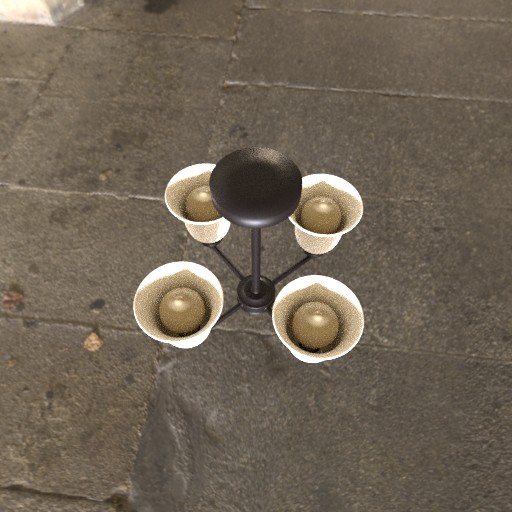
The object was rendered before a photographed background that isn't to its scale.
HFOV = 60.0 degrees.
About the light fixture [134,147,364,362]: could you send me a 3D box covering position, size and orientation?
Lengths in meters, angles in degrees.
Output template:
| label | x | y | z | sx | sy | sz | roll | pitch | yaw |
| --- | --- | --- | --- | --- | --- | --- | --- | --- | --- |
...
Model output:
| label | x | y | z | sx | sy | sz | roll | pitch | yaw |
| --- | --- | --- | --- | --- | --- | --- | --- | --- | --- |
| light fixture | 0.000 | 0.000 | 1.821 | 1.069 | 0.925 | 1.069 | -34 | 64 | -19 |
